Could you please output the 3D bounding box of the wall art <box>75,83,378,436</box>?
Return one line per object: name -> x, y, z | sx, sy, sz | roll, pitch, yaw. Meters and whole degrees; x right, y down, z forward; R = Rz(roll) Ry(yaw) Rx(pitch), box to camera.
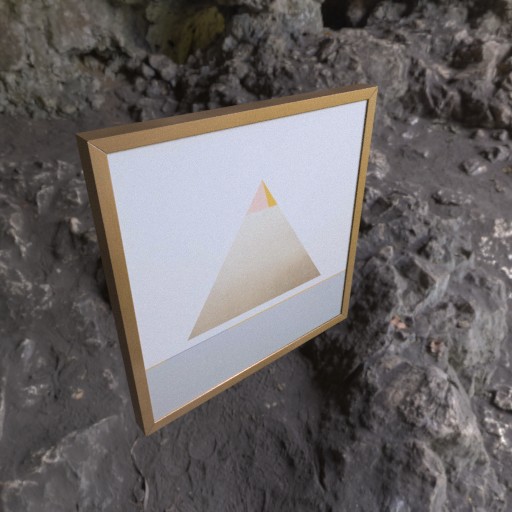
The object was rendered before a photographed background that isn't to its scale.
wall art -> 0.000, 0.000, 0.775 | 0.513, 0.511, 0.038 | -23, 38, -32
